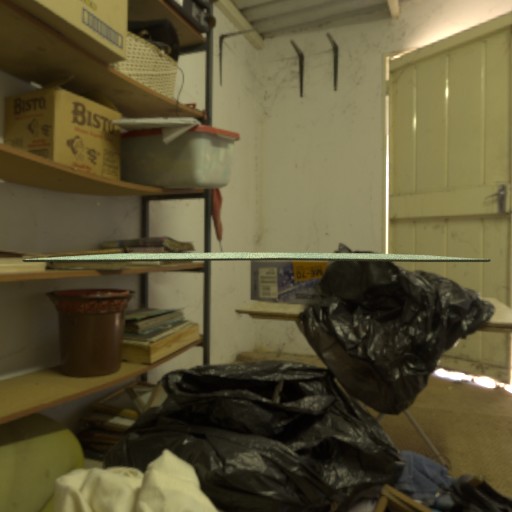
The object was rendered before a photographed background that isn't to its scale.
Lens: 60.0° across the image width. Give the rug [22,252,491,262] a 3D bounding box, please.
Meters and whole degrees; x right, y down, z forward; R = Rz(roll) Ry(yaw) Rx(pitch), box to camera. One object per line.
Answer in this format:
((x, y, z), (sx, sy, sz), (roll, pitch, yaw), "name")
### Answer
((0.000, 0.000, 5.240), (4.078, 0.052, 2.802), (0, 1, 0), "rug")
